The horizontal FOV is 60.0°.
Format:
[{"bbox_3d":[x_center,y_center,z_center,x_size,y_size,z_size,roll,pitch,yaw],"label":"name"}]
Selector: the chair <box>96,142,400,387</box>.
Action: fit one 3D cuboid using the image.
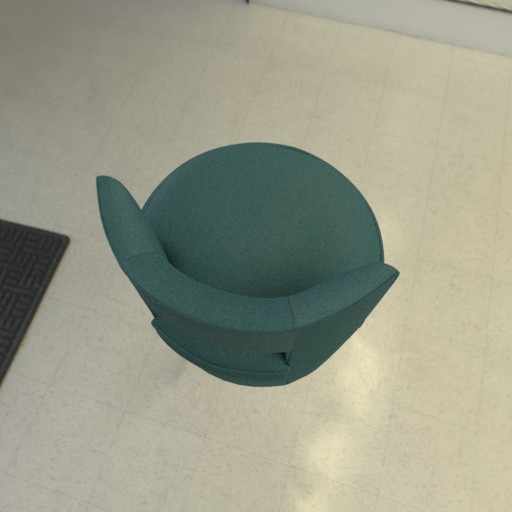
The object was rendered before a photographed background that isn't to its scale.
[{"bbox_3d":[0.000,0.000,1.229,0.684,0.711,0.660,18,66,8],"label":"chair"}]
